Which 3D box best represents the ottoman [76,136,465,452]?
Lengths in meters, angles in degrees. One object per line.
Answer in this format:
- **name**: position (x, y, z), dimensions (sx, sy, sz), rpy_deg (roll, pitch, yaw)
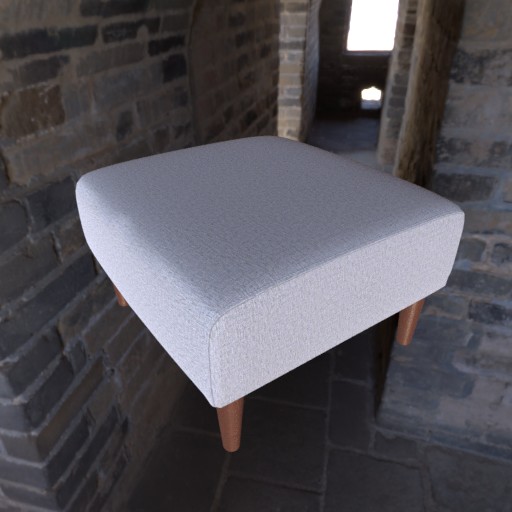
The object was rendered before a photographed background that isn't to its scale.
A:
- **ottoman**: position (0.000, 0.000, 1.066), dimensions (0.648, 0.399, 0.655), rpy_deg (-20, 36, -30)
